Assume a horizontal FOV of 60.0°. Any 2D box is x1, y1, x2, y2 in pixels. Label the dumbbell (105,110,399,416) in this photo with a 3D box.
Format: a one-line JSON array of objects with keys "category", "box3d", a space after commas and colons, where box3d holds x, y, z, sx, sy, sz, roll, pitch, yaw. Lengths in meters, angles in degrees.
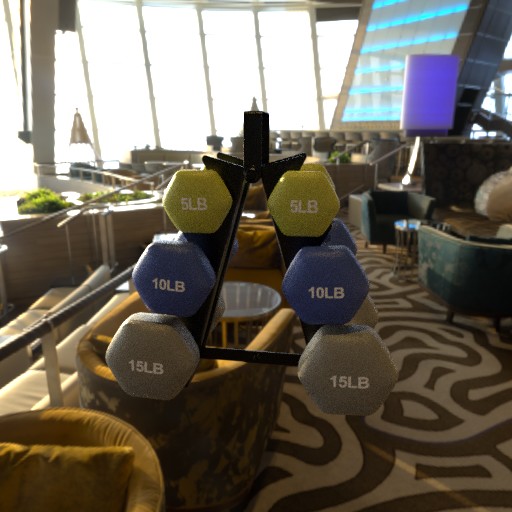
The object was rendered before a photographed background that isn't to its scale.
[{"category": "dumbbell", "box3d": [0.000, 0.000, 0.689, 0.416, 0.426, 0.261, 2, 16, 8]}]
